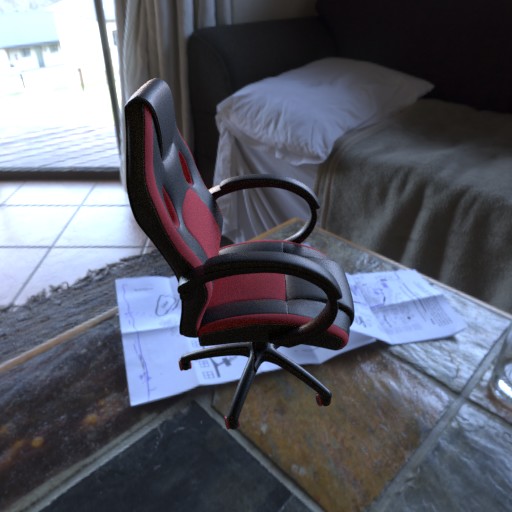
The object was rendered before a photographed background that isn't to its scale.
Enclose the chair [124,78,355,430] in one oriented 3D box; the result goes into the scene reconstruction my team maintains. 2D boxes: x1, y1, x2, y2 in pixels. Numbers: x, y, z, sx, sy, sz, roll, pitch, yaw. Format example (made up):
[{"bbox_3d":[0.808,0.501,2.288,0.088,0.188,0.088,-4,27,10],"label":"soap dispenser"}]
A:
[{"bbox_3d":[0.000,0.000,1.614,0.724,1.187,0.673,0,33,1],"label":"chair"}]
